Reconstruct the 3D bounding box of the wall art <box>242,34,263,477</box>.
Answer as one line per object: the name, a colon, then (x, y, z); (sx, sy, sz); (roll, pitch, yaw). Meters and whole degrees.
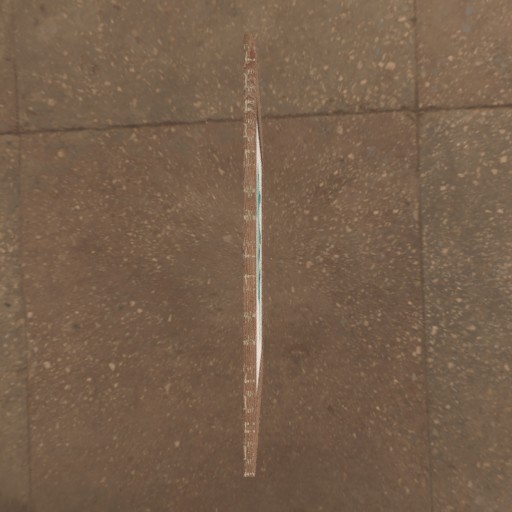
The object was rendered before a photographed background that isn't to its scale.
wall art: (0.000, 0.000, 0.576); (0.012, 0.384, 0.384); (0, 90, 2)
